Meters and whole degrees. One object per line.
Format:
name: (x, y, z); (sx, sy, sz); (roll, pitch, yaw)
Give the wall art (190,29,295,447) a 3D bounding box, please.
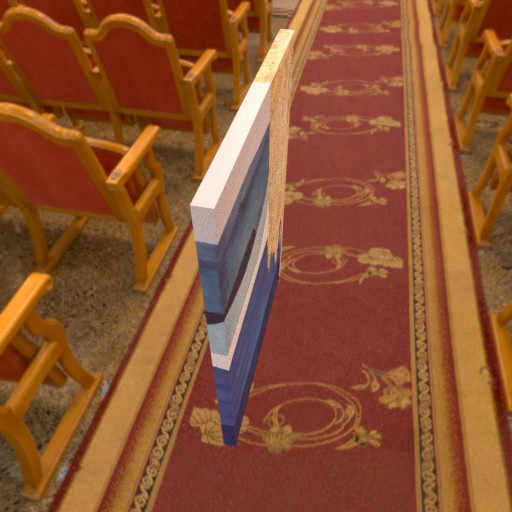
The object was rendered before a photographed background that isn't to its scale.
wall art: (0.000, 0.000, 0.801); (0.026, 0.613, 0.458); (9, 48, 9)
